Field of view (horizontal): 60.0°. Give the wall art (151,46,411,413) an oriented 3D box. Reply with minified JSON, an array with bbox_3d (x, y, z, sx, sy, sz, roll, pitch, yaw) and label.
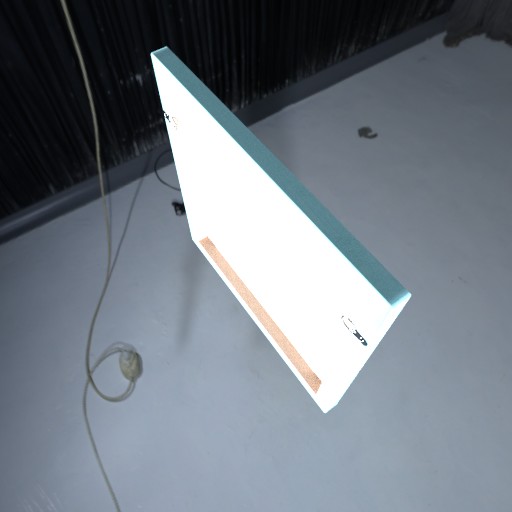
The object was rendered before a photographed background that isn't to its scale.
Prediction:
[{"bbox_3d":[0.000,0.000,1.631,0.070,1.073,1.071,-32,64,-17],"label":"wall art"}]
